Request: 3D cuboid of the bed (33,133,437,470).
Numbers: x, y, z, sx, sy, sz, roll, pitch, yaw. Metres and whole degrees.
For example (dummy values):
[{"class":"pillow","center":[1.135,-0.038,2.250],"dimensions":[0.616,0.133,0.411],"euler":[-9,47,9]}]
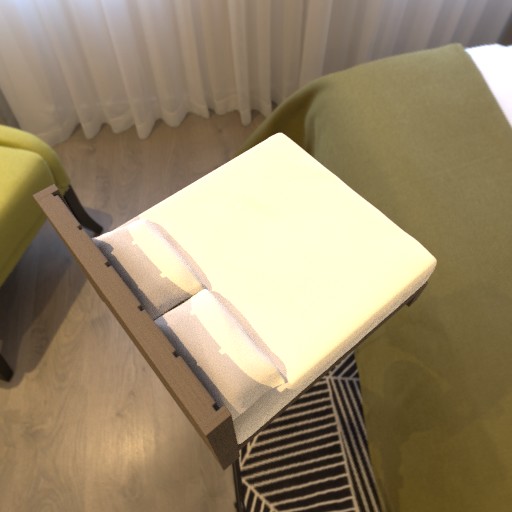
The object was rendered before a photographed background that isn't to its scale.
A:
[{"class":"bed","center":[0.000,0.000,3.123],"dimensions":[1.992,1.261,1.735],"euler":[-35,64,-20]}]
